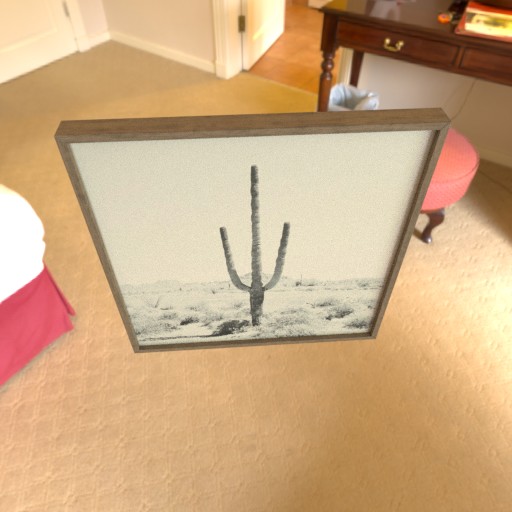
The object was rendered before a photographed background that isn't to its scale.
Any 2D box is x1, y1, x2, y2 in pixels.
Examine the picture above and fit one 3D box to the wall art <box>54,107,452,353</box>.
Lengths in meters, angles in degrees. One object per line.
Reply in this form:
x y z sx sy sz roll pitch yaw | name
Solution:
0.000 0.000 0.761 0.508 0.508 0.038 -3 46 -3 | wall art
